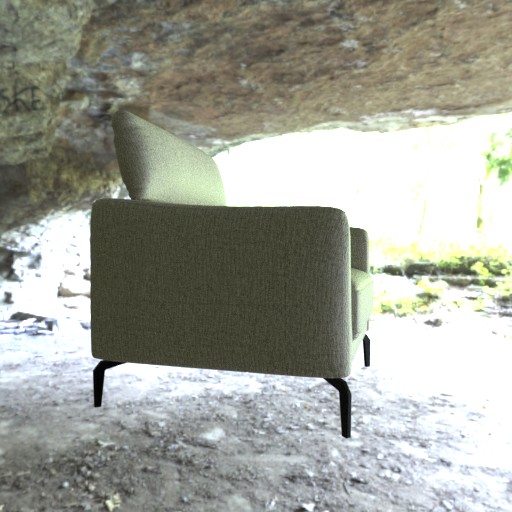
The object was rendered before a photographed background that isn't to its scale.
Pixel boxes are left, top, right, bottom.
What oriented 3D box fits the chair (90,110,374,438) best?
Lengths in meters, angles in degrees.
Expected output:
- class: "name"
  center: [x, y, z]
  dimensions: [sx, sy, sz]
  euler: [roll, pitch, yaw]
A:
- class: "chair"
  center: [0.000, 0.000, 1.682]
  dimensions: [0.835, 0.967, 0.972]
  euler: [0, 0, 18]
